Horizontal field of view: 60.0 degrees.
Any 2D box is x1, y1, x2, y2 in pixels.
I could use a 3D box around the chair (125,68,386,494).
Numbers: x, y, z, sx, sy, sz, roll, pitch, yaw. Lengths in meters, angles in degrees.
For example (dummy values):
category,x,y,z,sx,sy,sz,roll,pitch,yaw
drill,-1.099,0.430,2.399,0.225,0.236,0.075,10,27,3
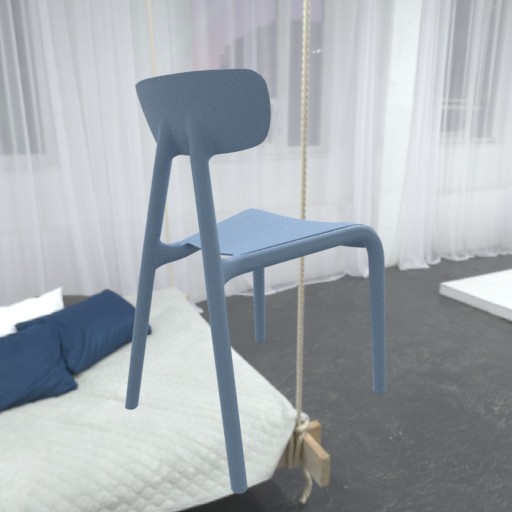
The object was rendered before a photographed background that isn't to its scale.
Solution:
category,x,y,z,sx,sy,sz,roll,pitch,yaw
chair,0.000,0.000,0.804,0.356,0.580,0.401,14,20,42
